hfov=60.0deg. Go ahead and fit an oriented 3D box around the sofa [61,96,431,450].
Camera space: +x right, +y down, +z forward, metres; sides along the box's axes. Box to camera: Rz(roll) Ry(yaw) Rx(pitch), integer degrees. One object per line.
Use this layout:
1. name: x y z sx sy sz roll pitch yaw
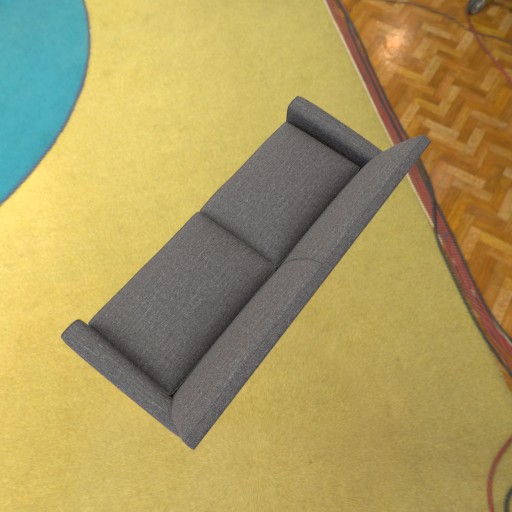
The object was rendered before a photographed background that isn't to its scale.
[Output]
1. sofa: 0.000 0.000 2.499 0.875 0.846 1.976 35 69 15
